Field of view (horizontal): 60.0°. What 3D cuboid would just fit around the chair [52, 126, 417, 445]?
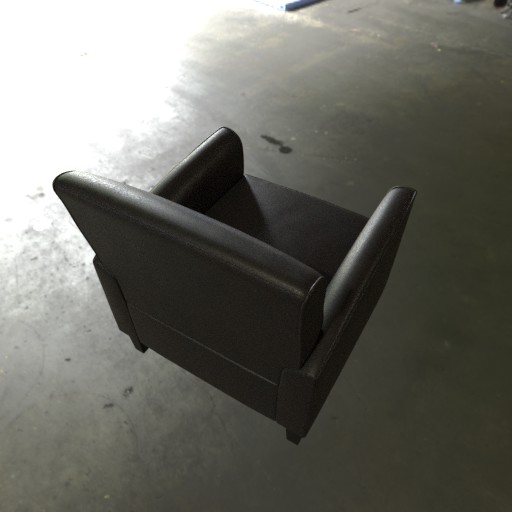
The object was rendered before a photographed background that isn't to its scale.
[{"bbox_3d":[0.000,0.000,1.550,0.820,0.916,0.819,24,51,21],"label":"chair"}]
